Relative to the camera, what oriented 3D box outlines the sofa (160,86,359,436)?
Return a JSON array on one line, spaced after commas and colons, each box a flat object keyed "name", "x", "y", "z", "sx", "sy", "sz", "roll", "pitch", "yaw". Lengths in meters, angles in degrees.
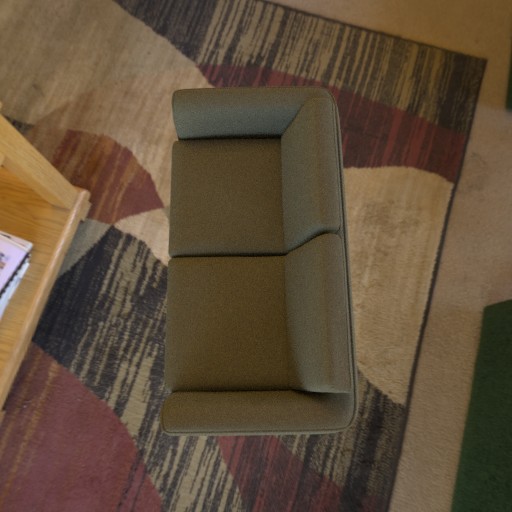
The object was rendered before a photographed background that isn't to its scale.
[{"name": "sofa", "x": 0.000, "y": 0.000, "z": 2.281, "sx": 0.920, "sy": 0.850, "sz": 1.700, "roll": -1, "pitch": 76, "yaw": 0}]
